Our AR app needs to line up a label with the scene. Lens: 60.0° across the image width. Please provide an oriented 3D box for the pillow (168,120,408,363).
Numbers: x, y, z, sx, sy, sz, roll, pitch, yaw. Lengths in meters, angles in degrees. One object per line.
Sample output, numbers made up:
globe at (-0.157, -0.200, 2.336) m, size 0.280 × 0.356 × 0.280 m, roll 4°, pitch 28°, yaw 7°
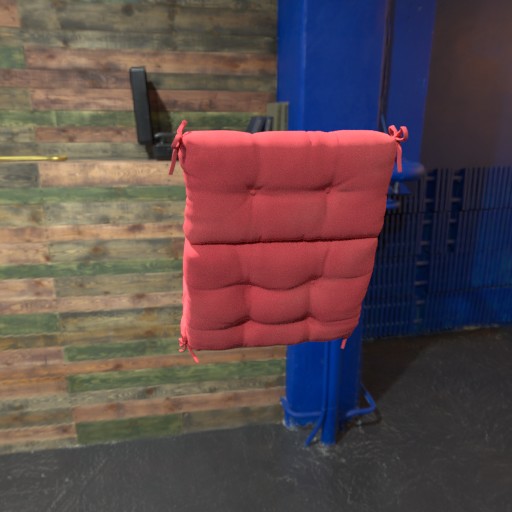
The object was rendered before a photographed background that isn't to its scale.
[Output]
pillow at (0.000, 0.000, 1.489) m, size 0.526 × 0.863 × 1.016 m, roll -2°, pitch 17°, yaw -8°
